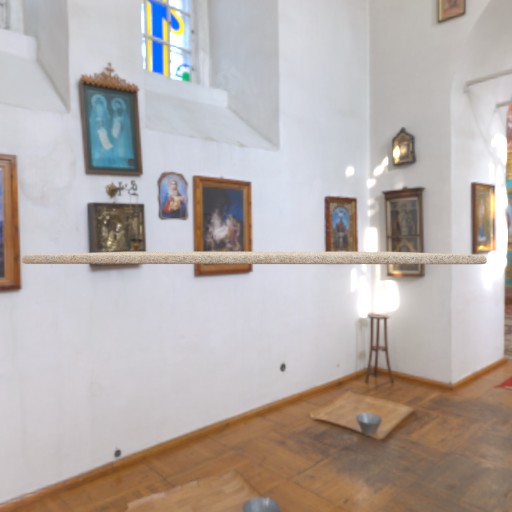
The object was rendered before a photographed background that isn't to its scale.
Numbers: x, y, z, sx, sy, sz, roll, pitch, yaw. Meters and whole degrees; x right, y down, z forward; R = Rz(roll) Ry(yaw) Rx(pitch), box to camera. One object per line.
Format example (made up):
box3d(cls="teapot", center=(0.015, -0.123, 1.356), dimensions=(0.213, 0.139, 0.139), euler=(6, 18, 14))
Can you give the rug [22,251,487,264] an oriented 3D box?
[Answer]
box3d(cls="rug", center=(0.000, 0.000, 3.336), dimensions=(2.528, 0.048, 2.009), euler=(0, 1, 2))
